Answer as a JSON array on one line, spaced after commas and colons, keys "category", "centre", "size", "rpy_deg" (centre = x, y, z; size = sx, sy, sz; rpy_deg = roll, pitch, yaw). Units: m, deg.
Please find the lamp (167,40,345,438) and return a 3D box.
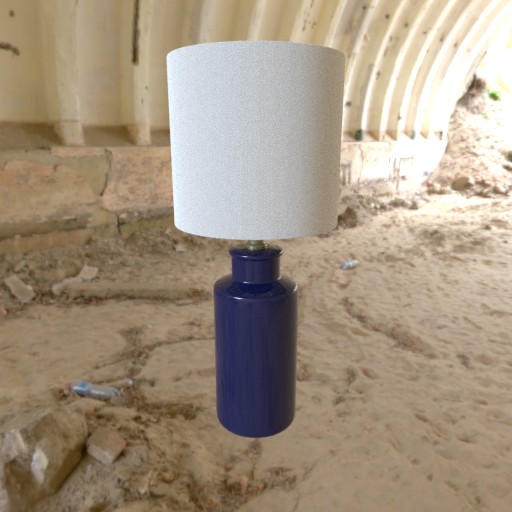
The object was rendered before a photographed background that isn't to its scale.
[{"category": "lamp", "centre": [0.000, 0.000, 0.599], "size": [0.212, 0.493, 0.212], "rpy_deg": [2, 15, 8]}]
